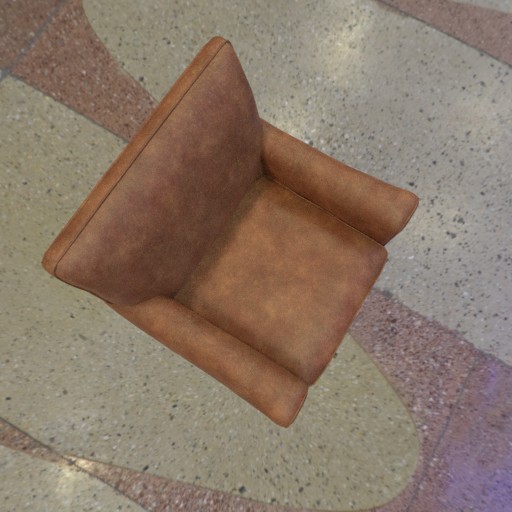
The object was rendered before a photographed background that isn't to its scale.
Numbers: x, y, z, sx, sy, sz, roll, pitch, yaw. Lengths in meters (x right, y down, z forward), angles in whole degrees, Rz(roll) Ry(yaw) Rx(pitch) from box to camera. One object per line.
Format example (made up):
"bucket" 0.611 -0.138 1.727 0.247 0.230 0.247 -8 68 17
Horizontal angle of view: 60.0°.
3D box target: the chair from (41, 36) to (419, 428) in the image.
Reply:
"chair" 0.000 0.000 1.595 0.823 0.943 0.870 32 78 7
